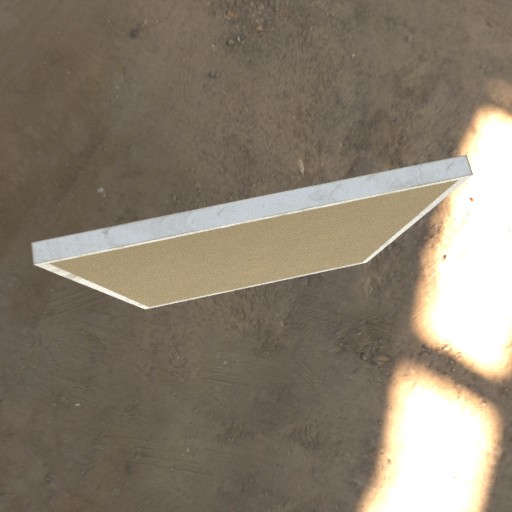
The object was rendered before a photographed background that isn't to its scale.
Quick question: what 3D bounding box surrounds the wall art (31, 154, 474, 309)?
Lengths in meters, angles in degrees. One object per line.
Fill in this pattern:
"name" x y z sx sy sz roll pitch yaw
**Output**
"wall art" 0.000 0.000 1.123 0.760 0.757 0.038 -12 78 -3
